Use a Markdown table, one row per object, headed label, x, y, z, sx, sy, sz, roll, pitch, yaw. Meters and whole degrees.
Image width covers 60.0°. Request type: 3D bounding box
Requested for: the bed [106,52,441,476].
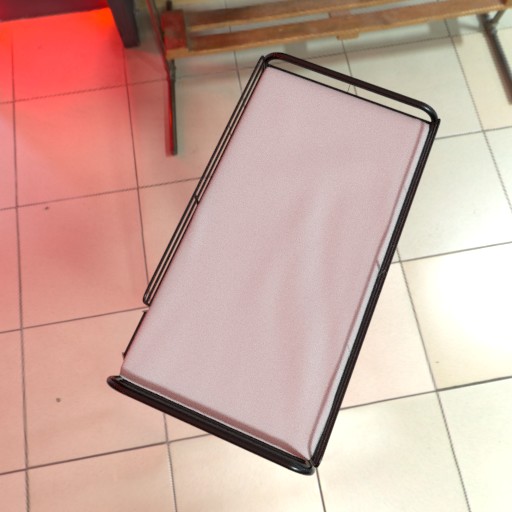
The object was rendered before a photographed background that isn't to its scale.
| label | x | y | z | sx | sy | sz | roll | pitch | yaw |
| --- | --- | --- | --- | --- | --- | --- | --- | --- | --- |
| bed | 0.000 | 0.000 | 2.815 | 1.393 | 1.289 | 1.968 | 22 | 76 | 6 |
